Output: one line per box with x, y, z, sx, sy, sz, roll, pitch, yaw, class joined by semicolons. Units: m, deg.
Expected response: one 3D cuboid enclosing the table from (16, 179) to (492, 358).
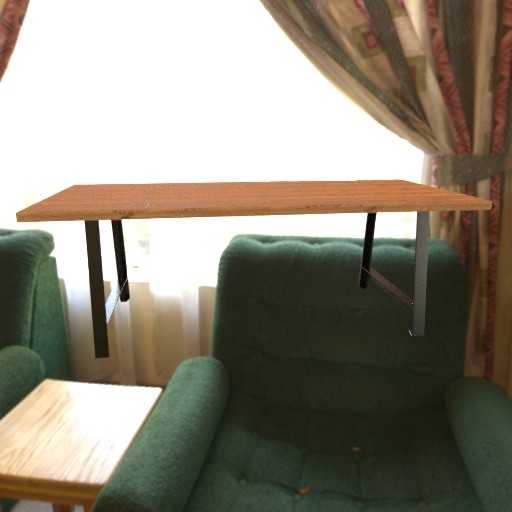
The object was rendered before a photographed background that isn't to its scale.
0.000;0.000;2.602;2.200;0.757;1.000;-2;16;-8;table
